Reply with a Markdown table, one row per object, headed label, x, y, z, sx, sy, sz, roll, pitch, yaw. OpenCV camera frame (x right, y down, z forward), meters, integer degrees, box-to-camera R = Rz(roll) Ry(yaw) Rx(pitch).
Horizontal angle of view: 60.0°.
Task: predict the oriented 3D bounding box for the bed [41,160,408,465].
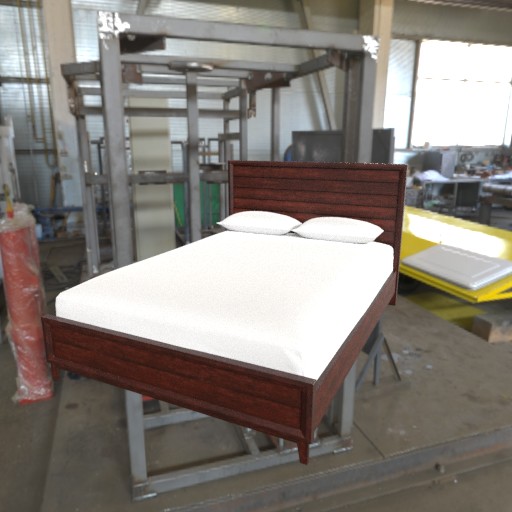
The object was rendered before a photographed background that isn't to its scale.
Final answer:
| label | x | y | z | sx | sy | sz | roll | pitch | yaw |
| --- | --- | --- | --- | --- | --- | --- | --- | --- | --- |
| bed | 0.000 | 0.000 | 3.871 | 2.040 | 1.492 | 2.803 | 7 | 16 | 25 |
